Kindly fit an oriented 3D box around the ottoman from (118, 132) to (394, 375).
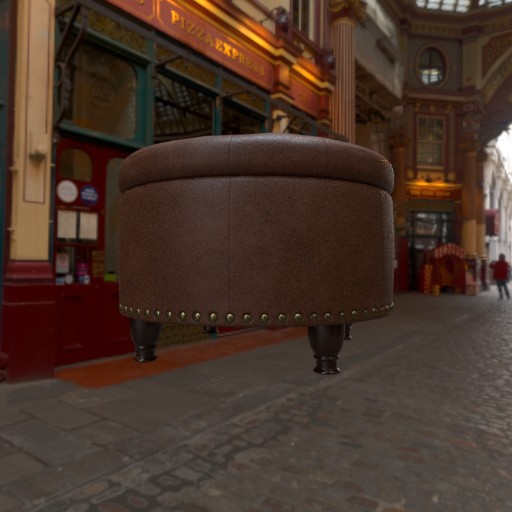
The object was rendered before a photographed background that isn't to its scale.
[{"bbox_3d":[0.000,0.000,1.068,0.637,0.442,0.637,0,-1,0],"label":"ottoman"}]
